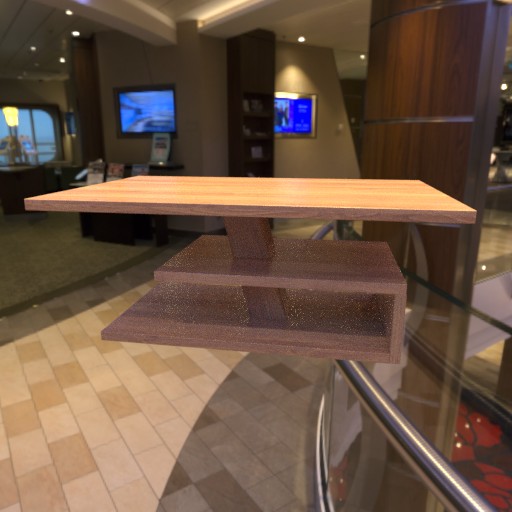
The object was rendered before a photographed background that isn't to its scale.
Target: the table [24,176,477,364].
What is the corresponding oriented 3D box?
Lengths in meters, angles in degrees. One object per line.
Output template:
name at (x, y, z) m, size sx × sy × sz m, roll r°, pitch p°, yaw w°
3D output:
table at (0.000, 0.000, 1.448) m, size 1.100 × 0.442 × 0.700 m, roll 3°, pitch 15°, yaw 9°
